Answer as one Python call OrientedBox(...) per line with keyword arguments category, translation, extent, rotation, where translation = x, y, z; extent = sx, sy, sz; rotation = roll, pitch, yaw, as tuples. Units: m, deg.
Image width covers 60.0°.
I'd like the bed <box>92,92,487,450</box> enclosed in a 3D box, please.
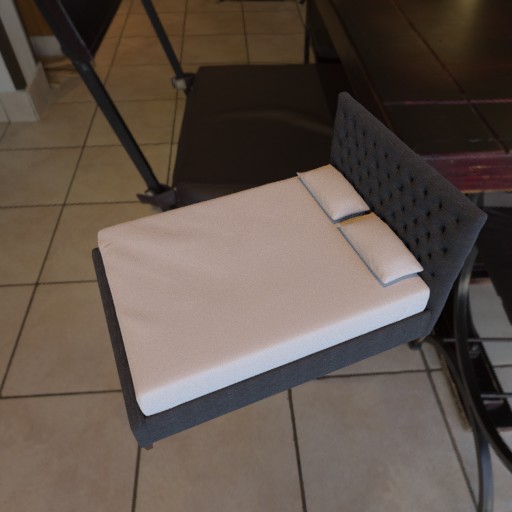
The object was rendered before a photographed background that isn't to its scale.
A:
OrientedBox(category="bed", translation=(0.000, 0.000, 3.386), extent=(2.387, 1.427, 1.698), rotation=(-17, 50, -15))
